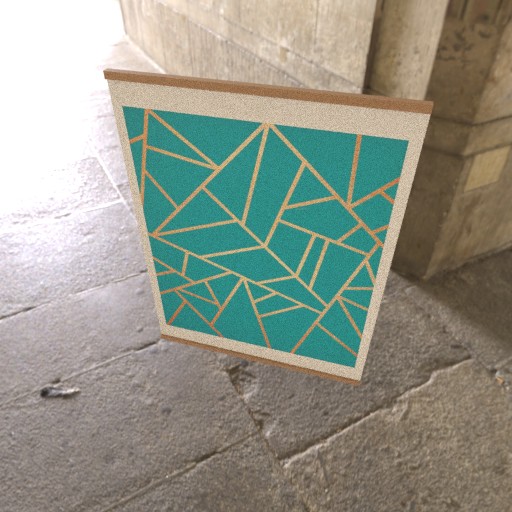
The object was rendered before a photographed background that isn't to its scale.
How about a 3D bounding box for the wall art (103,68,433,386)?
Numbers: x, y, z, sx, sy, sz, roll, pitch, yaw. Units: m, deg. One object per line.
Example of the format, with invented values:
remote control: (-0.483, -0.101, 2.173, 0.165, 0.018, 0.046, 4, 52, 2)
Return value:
wall art: (0.000, 0.000, 0.797, 0.459, 0.608, 0.012, 11, 42, 12)
